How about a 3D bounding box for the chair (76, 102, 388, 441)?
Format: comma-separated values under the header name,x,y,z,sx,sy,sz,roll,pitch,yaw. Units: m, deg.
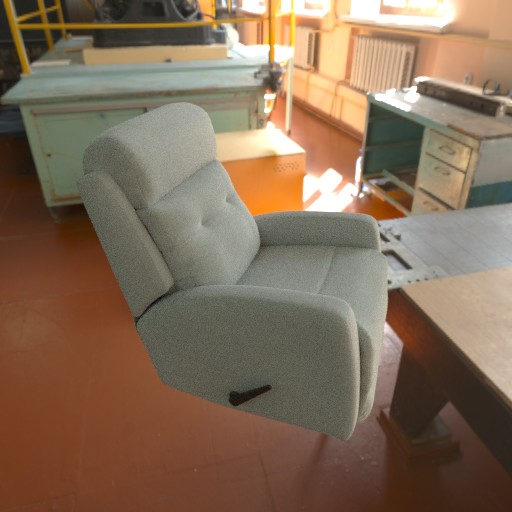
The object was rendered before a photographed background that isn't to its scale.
name,x,y,z,sx,sy,sz,roll,pitch,yaw
chair,0.000,0.000,1.706,1.043,1.013,0.798,11,32,17
